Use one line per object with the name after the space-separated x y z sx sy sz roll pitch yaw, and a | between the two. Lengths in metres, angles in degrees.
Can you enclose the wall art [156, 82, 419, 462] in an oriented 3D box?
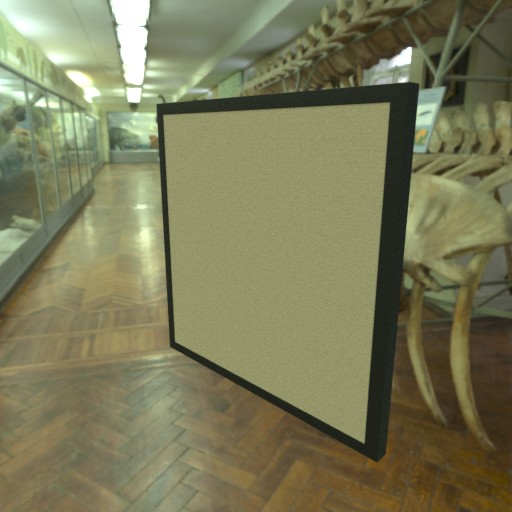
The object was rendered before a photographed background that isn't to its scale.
0.000 0.000 0.447 0.306 0.304 0.015 15 21 43 | wall art
